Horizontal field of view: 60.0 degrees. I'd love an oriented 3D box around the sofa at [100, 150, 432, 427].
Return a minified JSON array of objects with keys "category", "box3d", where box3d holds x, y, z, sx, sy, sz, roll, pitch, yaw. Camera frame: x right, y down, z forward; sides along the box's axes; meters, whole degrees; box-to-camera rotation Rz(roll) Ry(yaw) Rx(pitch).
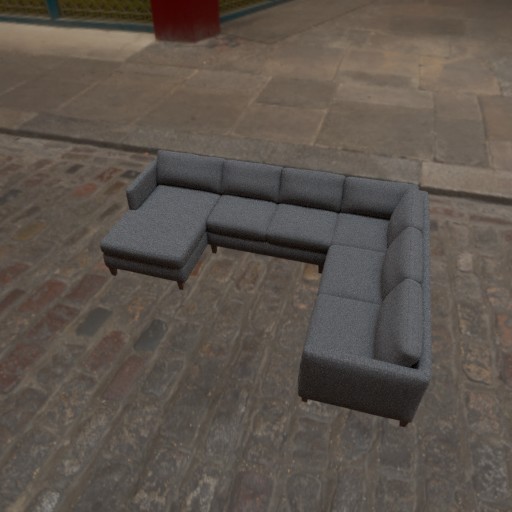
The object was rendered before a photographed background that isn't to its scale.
[{"category":"sofa","box3d":[0.000,0.000,4.441,3.238,0.853,2.551,11,42,12]}]
